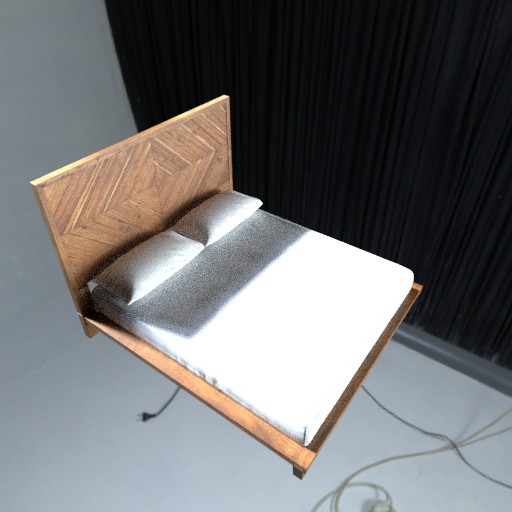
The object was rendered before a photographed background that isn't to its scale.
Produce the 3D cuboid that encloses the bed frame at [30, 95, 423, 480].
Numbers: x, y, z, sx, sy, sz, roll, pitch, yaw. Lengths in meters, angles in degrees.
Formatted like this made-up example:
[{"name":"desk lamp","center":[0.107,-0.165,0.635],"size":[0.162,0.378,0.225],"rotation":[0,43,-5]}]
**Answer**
[{"name":"bed frame","center":[0.000,0.000,3.557],"size":[2.235,1.537,2.038],"rotation":[25,45,27]}]
